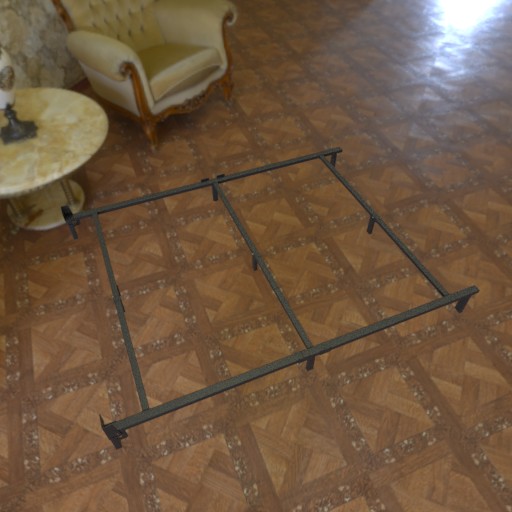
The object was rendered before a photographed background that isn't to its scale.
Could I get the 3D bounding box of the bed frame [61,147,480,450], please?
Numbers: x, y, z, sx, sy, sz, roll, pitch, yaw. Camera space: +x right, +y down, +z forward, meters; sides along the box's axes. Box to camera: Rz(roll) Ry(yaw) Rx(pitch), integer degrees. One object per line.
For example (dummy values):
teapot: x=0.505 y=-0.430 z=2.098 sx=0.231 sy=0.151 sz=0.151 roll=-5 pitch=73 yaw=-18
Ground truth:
bed frame: x=0.000 y=0.000 z=2.623 sx=1.990 sy=0.248 sz=1.498 roll=-17 pitch=49 yaw=-15
